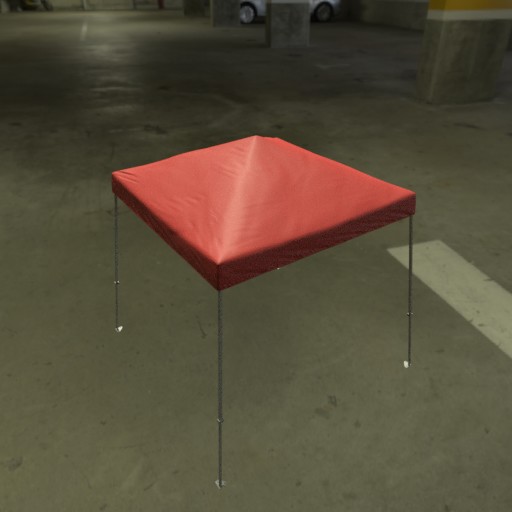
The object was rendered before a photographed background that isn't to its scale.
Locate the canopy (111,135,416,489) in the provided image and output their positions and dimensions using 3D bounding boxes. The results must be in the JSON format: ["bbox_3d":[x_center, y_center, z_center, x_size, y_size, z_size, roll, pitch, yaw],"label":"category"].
[{"bbox_3d":[0.000,0.000,5.222,2.848,2.849,2.849,-20,37,-29],"label":"canopy"}]
